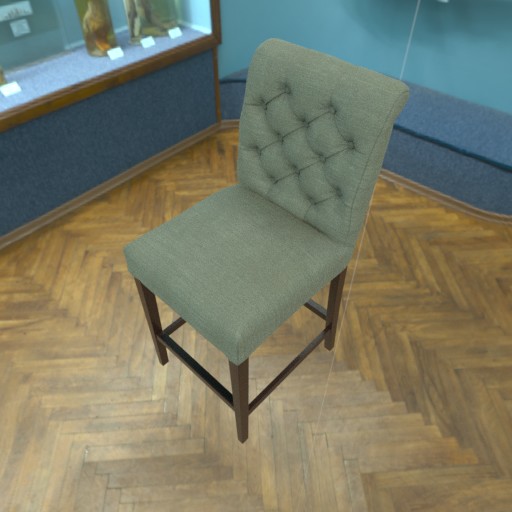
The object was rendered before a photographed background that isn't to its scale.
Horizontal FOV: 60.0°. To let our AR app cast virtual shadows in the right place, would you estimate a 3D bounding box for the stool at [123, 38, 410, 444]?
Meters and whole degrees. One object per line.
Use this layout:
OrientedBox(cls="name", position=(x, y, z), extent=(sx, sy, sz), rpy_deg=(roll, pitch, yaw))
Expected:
OrientedBox(cls="stool", position=(0.000, 0.000, 1.419), extent=(0.486, 1.084, 0.660), rpy_deg=(34, 55, 28))
